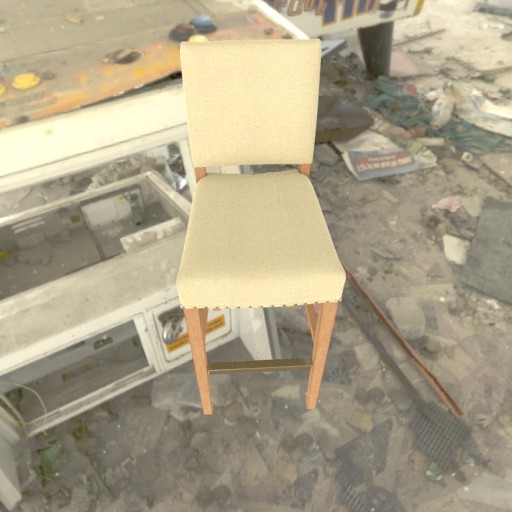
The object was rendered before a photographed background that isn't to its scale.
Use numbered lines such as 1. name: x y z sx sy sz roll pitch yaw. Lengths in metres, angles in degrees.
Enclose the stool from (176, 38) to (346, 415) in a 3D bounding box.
1. stool: 0.000 0.000 1.416 0.428 1.143 0.546 -2 47 -2
